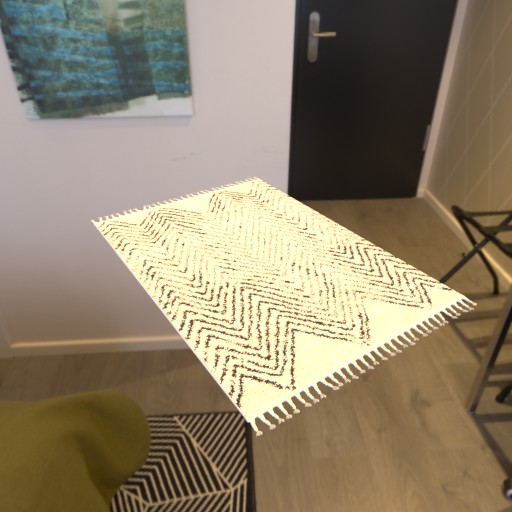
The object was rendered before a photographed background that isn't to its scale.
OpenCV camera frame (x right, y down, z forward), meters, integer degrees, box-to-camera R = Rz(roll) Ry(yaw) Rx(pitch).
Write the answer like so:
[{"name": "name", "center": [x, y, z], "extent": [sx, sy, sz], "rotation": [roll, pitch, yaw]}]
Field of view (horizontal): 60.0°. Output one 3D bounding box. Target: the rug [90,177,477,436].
[{"name": "rug", "center": [0.000, 0.000, 2.378], "extent": [1.230, 0.014, 1.847], "rotation": [-20, 38, -28]}]
